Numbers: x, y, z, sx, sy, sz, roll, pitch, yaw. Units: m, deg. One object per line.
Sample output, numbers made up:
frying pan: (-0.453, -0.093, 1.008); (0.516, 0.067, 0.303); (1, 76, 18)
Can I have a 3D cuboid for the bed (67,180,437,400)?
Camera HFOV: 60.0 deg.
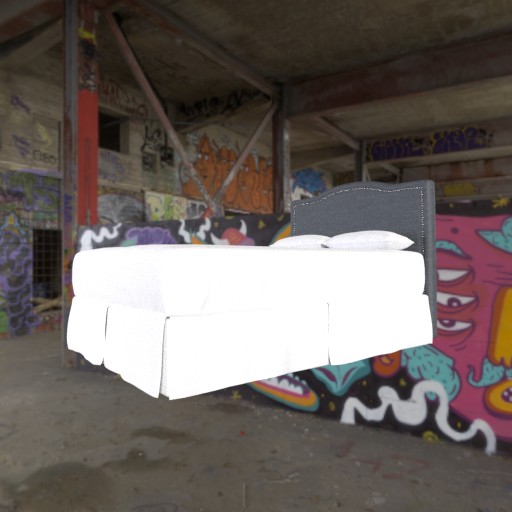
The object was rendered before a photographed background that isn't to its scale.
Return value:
bed: (0.000, 0.000, 3.549); (2.507, 1.441, 1.747); (1, -1, -38)
